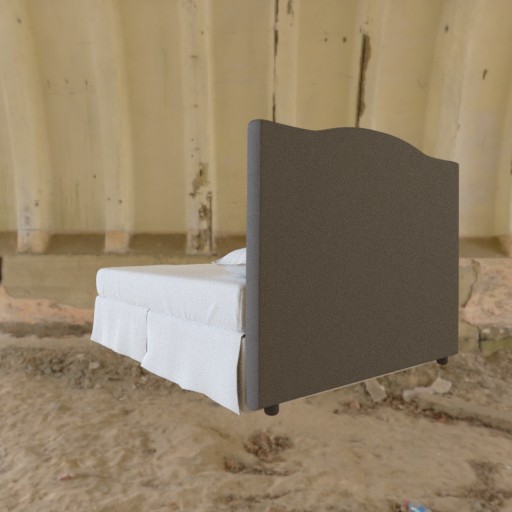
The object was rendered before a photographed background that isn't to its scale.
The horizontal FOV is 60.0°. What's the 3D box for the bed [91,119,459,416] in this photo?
[{"bbox_3d":[0.000,0.000,3.372,1.821,1.436,2.282,-1,1,-37],"label":"bed"}]
